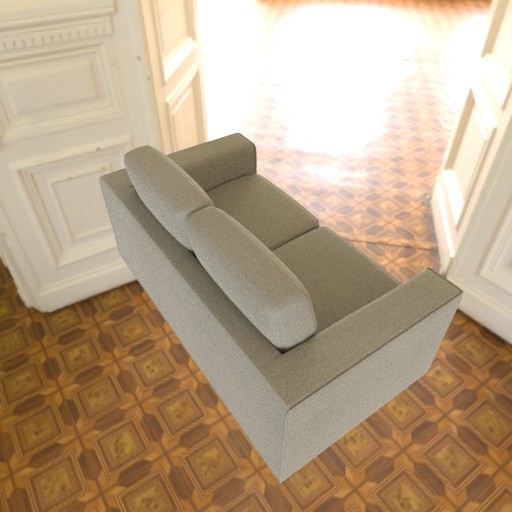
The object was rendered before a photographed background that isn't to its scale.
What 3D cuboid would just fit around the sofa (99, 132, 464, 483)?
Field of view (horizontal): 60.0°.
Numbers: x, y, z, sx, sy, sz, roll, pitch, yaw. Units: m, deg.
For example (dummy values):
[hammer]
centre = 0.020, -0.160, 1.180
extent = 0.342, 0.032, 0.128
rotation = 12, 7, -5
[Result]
[sofa]
centre = 0.000, 0.000, 2.413
extent = 1.007, 0.924, 1.812
rotation = -25, 48, -25
